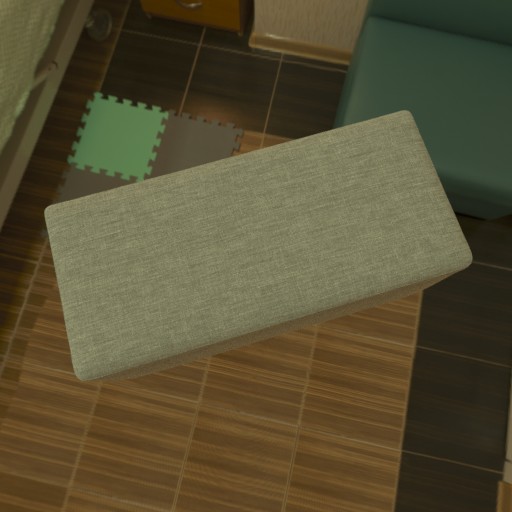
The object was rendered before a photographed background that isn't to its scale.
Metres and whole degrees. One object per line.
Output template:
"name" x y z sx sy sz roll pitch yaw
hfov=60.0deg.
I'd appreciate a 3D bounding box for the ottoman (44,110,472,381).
"ottoman" 0.000 0.000 1.159 0.902 0.432 0.419 -16 76 -4
